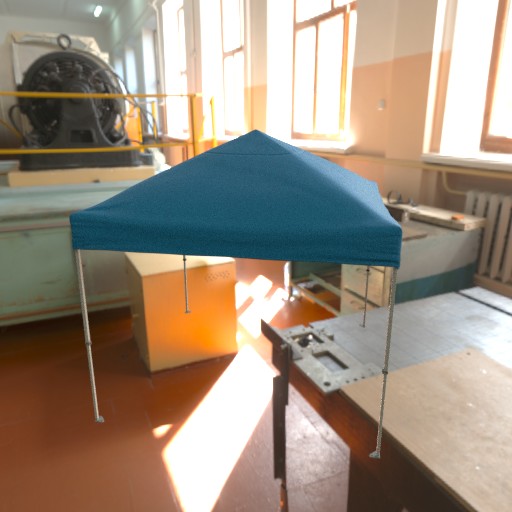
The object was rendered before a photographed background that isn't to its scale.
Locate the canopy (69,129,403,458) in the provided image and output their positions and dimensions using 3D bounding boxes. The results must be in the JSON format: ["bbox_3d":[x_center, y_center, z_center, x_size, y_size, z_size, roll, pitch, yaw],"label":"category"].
[{"bbox_3d":[0.000,0.000,5.451,2.998,2.997,2.996,3,17,10],"label":"canopy"}]
